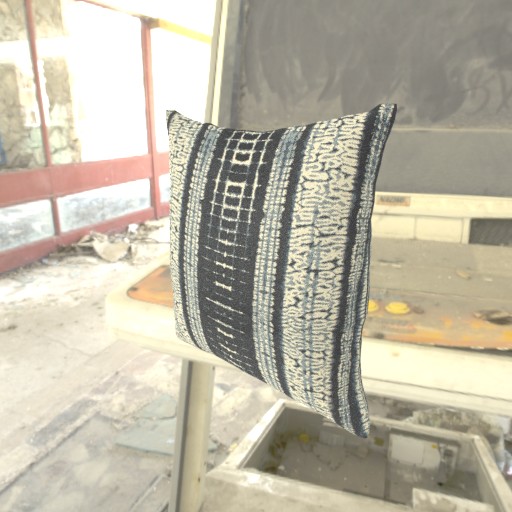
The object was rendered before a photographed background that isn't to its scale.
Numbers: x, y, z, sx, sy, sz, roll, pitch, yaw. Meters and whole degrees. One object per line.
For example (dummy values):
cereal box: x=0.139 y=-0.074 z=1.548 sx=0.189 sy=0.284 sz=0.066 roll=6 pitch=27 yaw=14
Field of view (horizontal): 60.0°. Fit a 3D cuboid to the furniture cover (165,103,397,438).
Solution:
furniture cover: x=0.000 y=0.000 z=0.680 sx=0.425 sy=0.435 sz=0.133 roll=16 pitch=24 yaw=42
